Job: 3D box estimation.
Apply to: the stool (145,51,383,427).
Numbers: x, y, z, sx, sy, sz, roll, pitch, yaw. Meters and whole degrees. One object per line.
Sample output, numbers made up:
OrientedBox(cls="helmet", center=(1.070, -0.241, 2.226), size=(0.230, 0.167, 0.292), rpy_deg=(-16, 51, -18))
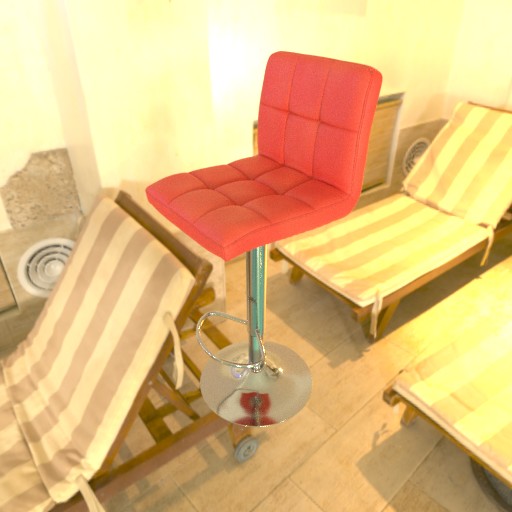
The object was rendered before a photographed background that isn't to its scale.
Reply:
OrientedBox(cls="stool", center=(0.000, 0.000, 1.391), size=(0.505, 1.115, 0.430), rpy_deg=(-22, 38, -31))
